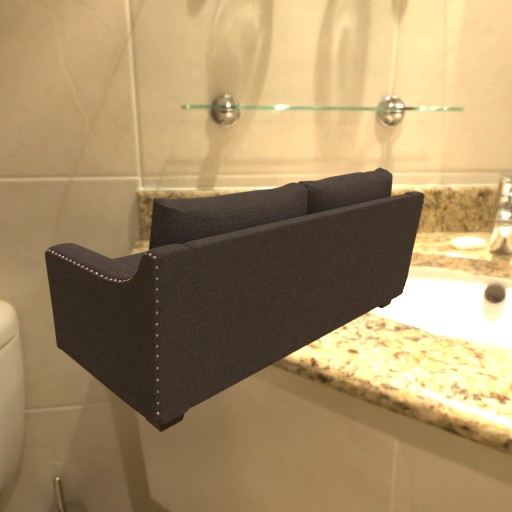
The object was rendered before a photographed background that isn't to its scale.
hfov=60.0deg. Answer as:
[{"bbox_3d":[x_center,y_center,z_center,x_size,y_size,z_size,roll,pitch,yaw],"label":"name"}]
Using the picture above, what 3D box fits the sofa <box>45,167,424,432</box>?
[{"bbox_3d":[0.000,0.000,3.276,1.336,1.196,2.550,16,23,43],"label":"sofa"}]
